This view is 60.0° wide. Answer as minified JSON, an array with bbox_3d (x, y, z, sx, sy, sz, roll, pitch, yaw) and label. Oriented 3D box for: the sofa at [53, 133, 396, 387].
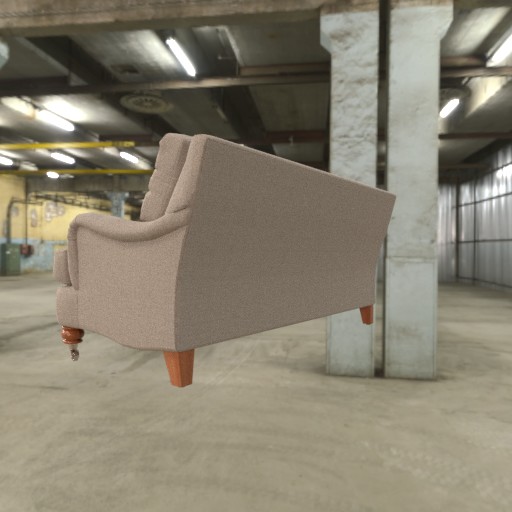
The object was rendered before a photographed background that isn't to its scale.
[{"bbox_3d":[0.000,0.000,2.793,1.087,1.054,2.160,0,0,36],"label":"sofa"}]
